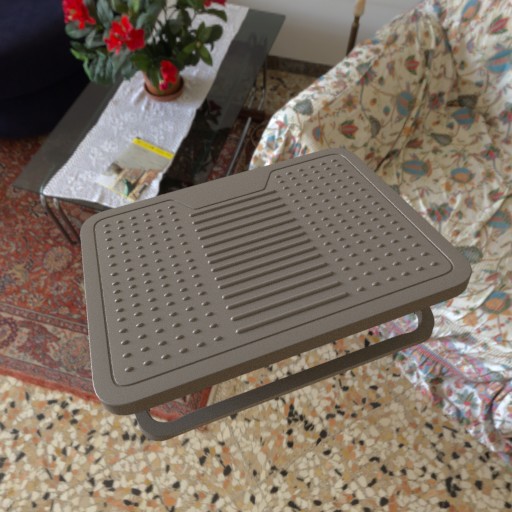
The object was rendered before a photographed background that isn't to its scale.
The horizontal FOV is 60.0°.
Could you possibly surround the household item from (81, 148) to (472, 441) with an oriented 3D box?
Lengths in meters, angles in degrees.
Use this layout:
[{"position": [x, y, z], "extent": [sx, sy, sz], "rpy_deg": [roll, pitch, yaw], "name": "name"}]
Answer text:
[{"position": [0.000, 0.000, 0.528], "extent": [0.390, 0.126, 0.301], "rpy_deg": [-18, 61, -10], "name": "household item"}]
